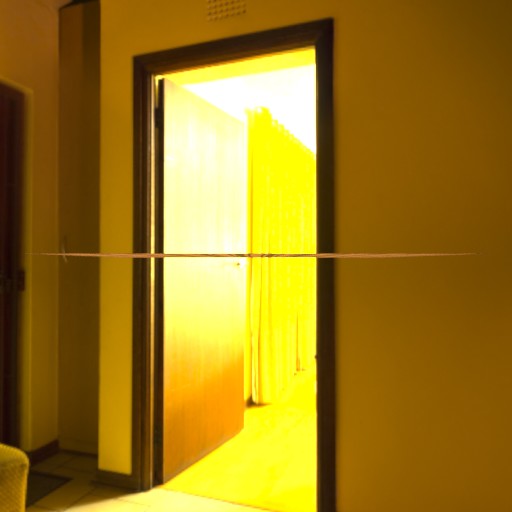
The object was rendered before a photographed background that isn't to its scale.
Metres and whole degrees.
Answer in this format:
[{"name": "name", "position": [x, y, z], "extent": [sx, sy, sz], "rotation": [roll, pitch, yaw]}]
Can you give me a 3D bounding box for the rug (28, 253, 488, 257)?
[{"name": "rug", "position": [0.000, 0.000, 4.224], "extent": [3.201, 0.005, 2.439], "rotation": [0, -1, 0]}]
